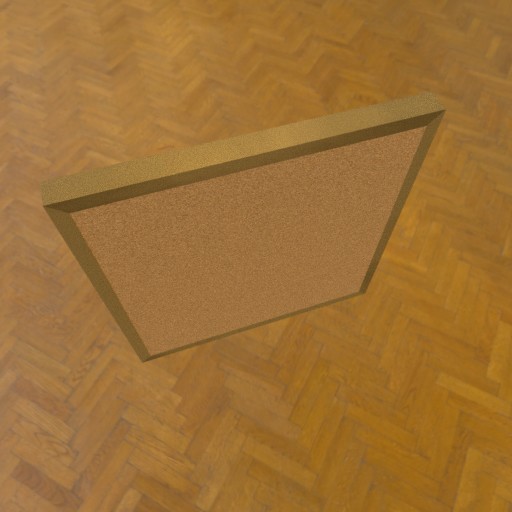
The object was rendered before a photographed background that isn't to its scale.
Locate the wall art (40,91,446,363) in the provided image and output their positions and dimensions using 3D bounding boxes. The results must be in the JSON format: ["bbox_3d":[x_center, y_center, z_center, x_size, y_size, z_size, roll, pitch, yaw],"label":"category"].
[{"bbox_3d":[0.000,0.000,0.753,0.507,0.508,0.038,-16,59,-10],"label":"wall art"}]
